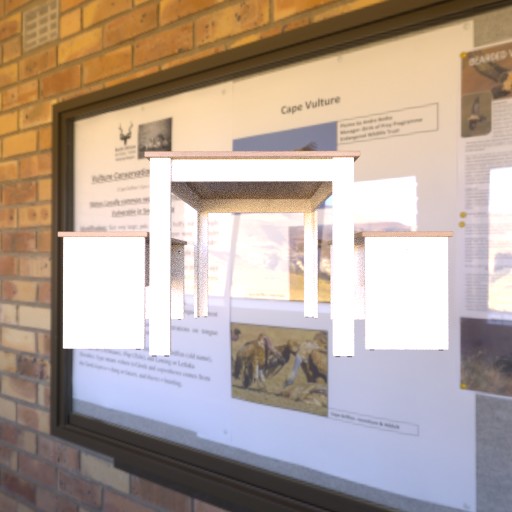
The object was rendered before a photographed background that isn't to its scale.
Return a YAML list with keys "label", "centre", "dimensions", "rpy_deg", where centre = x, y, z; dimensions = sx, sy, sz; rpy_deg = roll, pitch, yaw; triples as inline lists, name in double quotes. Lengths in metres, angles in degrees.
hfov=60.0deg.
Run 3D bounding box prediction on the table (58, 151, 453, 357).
- label: "table"
  centre: [0.000, 0.000, 2.047]
  dimensions: [1.443, 0.700, 1.100]
  rpy_deg: [0, -1, 1]
